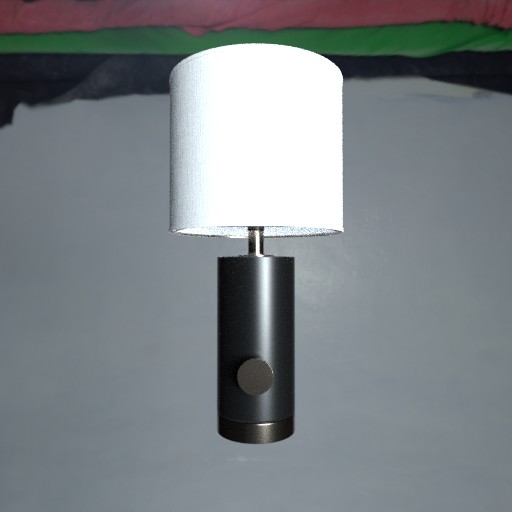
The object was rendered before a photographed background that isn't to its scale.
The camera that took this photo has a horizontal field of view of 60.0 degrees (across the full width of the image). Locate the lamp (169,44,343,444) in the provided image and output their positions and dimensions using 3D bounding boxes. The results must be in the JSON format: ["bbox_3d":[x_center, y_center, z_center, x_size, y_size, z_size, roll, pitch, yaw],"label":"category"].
[{"bbox_3d":[0.000,0.000,0.623,0.241,0.482,0.240,0,-1,1],"label":"lamp"}]
